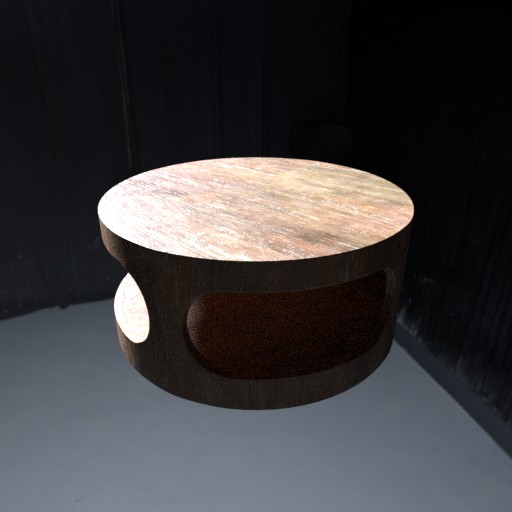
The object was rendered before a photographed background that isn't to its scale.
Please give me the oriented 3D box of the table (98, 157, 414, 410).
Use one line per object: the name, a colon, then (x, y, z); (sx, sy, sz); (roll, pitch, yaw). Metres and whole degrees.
table: (0.000, 0.000, 1.532); (0.974, 0.450, 0.974); (0, 26, 0)
